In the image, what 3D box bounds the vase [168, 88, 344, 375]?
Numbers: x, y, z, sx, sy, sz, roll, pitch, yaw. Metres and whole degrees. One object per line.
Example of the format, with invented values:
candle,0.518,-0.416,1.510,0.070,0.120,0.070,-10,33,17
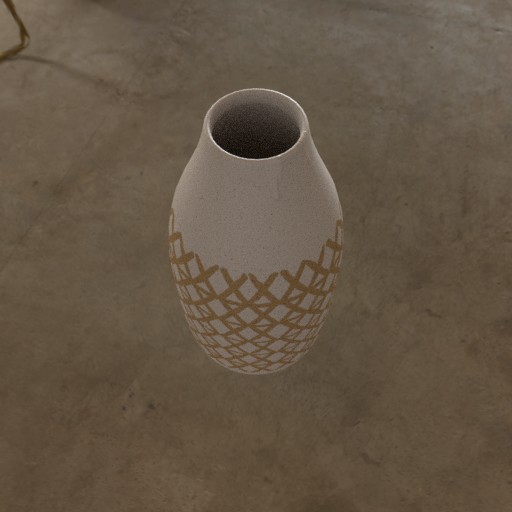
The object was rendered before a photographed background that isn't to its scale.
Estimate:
vase,0.000,0.000,0.481,0.186,0.380,0.186,0,60,0
